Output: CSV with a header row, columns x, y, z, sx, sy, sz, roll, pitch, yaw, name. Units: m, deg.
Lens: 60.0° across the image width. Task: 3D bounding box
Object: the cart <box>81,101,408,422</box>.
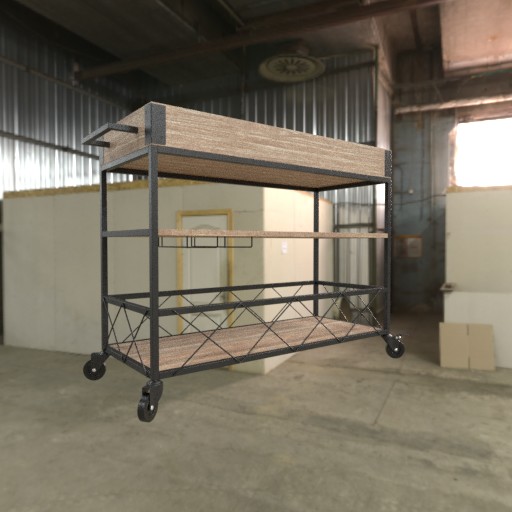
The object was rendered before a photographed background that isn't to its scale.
x,y,z,sx,sy,sz,roll,pitch,yaw,name
0.000,0.000,1.544,1.101,0.787,0.500,-1,2,-37,cart
